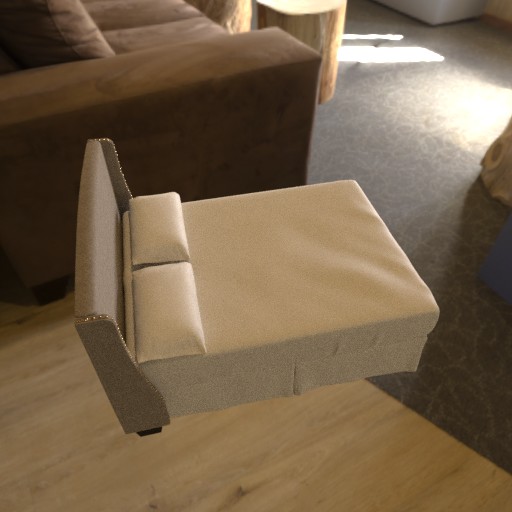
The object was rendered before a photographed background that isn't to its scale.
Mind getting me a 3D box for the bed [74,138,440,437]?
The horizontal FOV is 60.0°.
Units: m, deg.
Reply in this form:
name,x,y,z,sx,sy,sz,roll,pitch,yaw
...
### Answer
name,x,y,z,sx,sy,sz,roll,pitch,yaw
bed,0.000,0.000,3.292,2.237,1.407,1.710,-9,46,-9
